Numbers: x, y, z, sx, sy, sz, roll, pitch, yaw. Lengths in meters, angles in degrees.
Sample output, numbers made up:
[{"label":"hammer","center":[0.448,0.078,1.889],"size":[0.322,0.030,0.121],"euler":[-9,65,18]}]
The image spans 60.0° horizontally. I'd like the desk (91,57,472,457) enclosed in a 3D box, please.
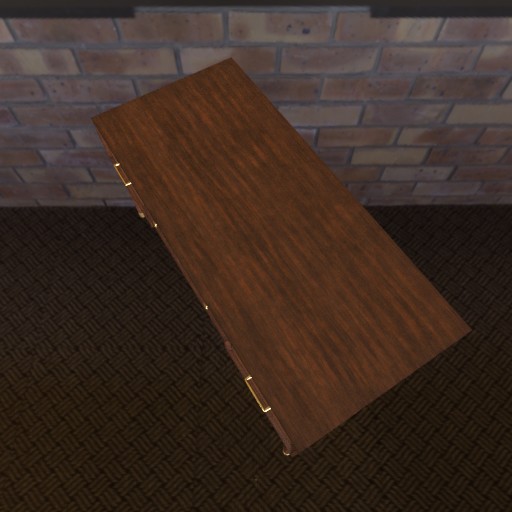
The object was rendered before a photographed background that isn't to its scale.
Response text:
[{"label":"desk","center":[0.000,0.000,2.044],"size":[0.724,0.762,1.575],"euler":[-30,67,-14]}]
